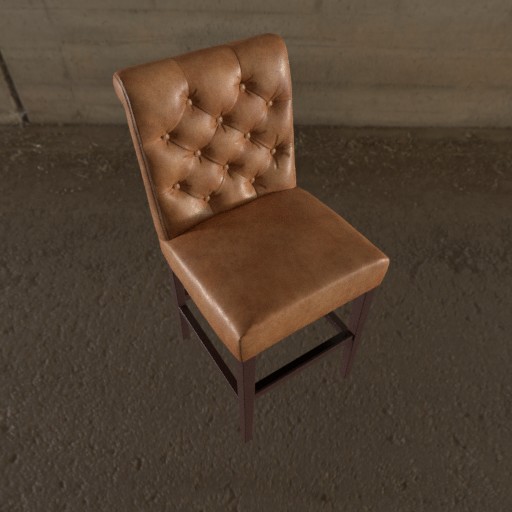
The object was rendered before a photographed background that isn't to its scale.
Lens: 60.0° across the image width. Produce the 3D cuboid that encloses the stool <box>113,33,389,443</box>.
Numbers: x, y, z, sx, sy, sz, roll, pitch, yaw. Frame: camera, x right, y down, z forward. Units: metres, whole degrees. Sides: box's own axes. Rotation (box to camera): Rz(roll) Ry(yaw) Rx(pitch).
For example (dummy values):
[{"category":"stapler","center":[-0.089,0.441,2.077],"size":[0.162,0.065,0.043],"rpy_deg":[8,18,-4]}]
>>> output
[{"category":"stool","center":[0.000,0.000,1.338],"size":[0.493,1.047,0.601],"rpy_deg":[-25,51,-22]}]
